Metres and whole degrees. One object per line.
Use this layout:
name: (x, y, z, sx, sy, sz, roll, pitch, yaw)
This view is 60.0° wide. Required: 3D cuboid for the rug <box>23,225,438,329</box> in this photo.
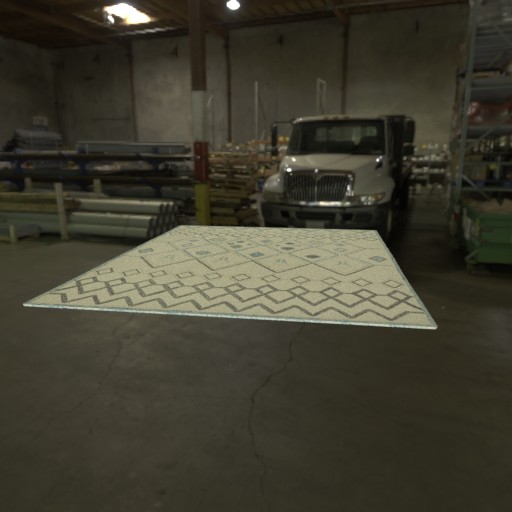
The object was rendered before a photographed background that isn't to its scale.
rug: (0.000, 0.000, 4.014, 2.441, 0.013, 3.056, 2, 13, 9)
